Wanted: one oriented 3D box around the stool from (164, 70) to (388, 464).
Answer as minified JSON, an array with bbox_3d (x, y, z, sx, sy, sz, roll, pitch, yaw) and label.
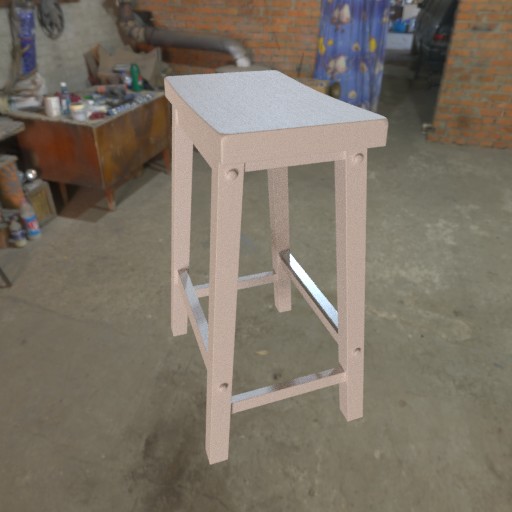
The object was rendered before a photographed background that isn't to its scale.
[{"bbox_3d":[0.000,0.000,0.868,0.322,0.610,0.406,-10,33,-16],"label":"stool"}]
